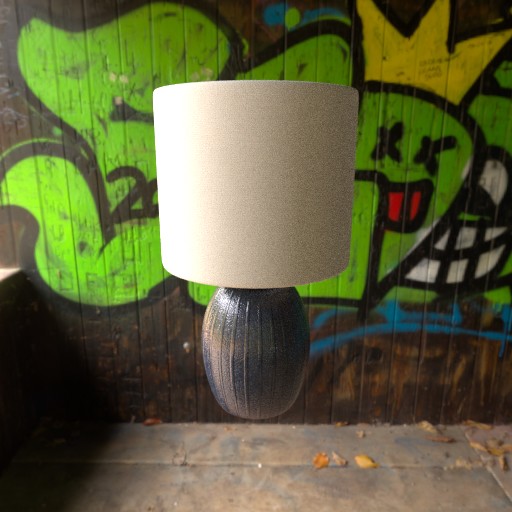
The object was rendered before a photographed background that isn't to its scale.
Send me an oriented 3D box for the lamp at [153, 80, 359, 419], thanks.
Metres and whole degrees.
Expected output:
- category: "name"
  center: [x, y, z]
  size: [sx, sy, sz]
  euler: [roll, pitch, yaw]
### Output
- category: "lamp"
  center: [0.000, 0.000, 0.792]
  size: [0.329, 0.570, 0.329]
  euler: [-8, 16, -27]
